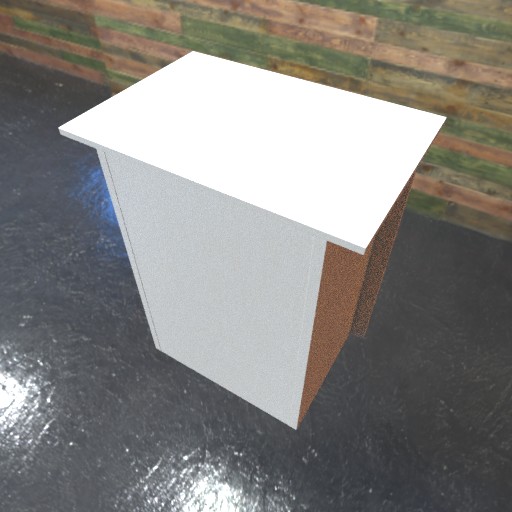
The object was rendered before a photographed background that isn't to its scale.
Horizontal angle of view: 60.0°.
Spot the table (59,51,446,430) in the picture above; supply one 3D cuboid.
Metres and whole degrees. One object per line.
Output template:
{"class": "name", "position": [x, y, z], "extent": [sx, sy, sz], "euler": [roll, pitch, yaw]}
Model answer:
{"class": "table", "position": [0.000, 0.000, 1.072], "extent": [0.589, 0.711, 0.406], "euler": [24, 51, 21]}
